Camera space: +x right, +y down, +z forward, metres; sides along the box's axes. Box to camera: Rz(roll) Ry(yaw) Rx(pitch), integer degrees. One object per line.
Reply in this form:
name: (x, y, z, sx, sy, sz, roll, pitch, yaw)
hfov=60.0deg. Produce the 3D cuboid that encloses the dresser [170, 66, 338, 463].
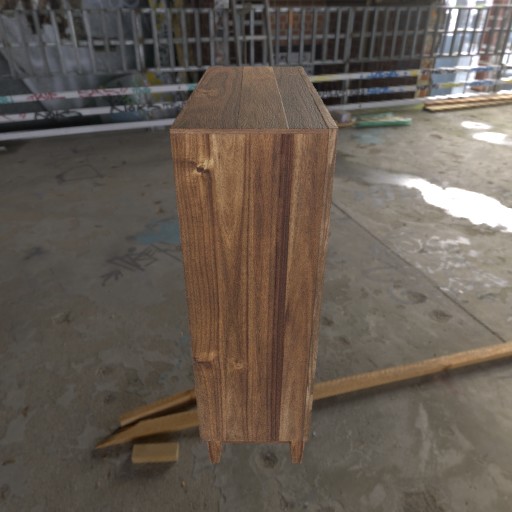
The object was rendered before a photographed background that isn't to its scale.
dresser: (0.000, 0.000, 1.939, 0.442, 1.393, 1.062, 0, 31, 0)
